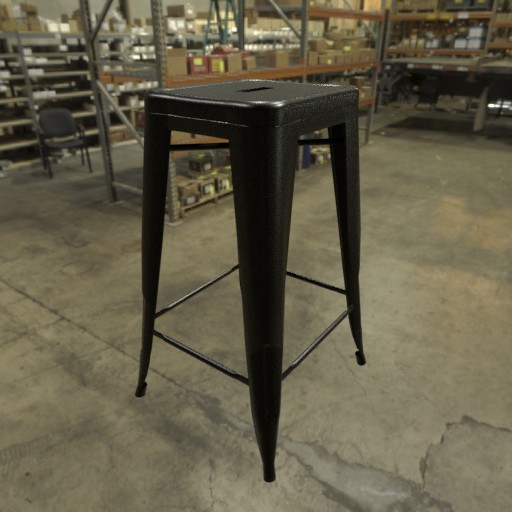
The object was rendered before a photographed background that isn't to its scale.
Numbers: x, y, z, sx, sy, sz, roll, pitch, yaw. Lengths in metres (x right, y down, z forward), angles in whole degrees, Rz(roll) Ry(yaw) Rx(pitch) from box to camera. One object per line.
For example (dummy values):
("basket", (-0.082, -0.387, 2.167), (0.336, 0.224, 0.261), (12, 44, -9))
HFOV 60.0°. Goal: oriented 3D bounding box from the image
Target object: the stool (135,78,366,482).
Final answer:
("stool", (0.000, 0.000, 0.854), (0.359, 0.609, 0.399), (18, 32, 32))
